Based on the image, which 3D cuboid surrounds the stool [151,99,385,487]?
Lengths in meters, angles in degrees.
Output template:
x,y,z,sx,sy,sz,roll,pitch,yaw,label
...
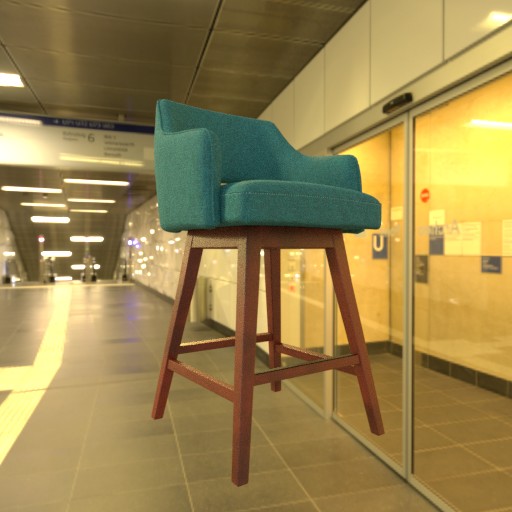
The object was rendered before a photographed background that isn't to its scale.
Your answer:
x,y,z,sx,sy,sz,roll,pitch,yaw,label
0.000,0.000,1.279,0.548,0.961,0.556,0,1,-35,stool
